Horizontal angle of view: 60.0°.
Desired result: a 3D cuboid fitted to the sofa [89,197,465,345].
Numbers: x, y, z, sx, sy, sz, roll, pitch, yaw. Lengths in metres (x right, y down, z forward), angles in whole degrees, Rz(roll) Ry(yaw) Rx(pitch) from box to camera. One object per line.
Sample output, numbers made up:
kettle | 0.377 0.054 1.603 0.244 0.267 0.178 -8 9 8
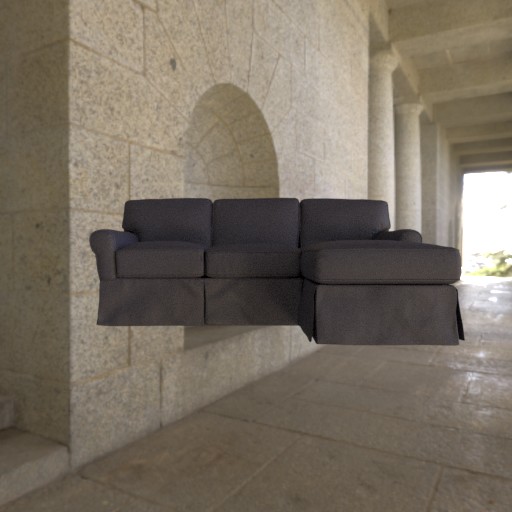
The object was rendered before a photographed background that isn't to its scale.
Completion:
sofa | 0.000 0.000 3.386 2.518 1.039 1.637 0 1 0
